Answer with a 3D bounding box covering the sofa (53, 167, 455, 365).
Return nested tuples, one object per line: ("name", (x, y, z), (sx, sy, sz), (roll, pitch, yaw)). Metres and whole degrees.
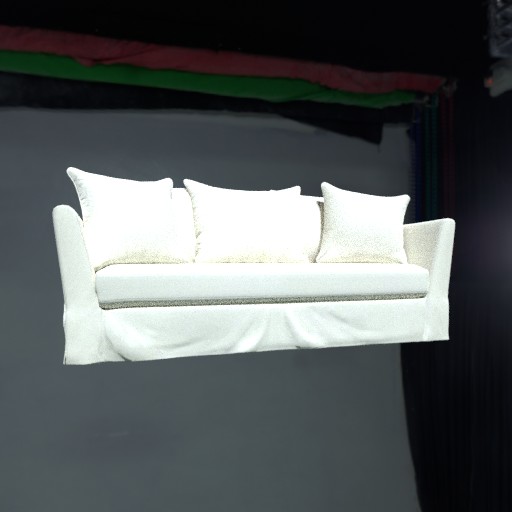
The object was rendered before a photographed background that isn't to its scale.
("sofa", (0.000, 0.000, 2.857), (2.290, 1.034, 1.031), (0, -1, -18))
